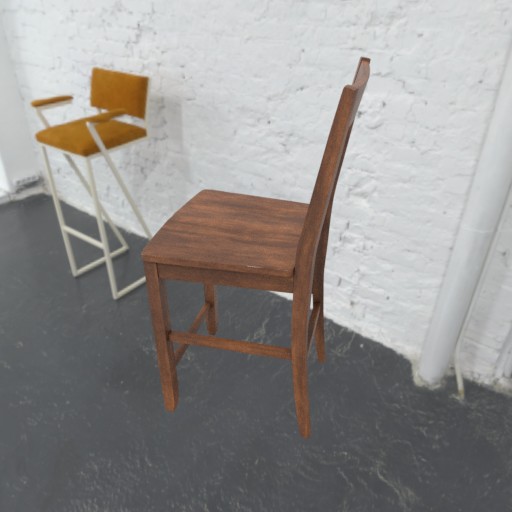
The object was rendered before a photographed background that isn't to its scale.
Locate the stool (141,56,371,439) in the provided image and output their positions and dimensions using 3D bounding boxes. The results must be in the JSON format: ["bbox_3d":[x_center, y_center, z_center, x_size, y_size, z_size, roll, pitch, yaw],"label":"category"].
[{"bbox_3d":[0.000,0.000,1.347,0.539,1.079,0.462,8,32,13],"label":"stool"}]
